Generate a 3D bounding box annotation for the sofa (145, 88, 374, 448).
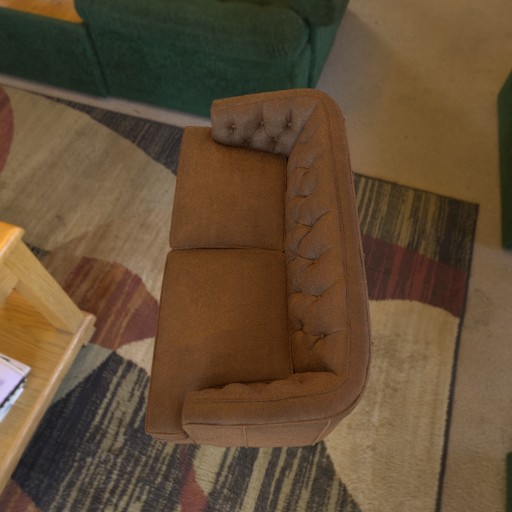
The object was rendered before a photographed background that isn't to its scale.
[{"bbox_3d":[0.000,0.000,2.264,0.917,0.799,1.767,1,59,0],"label":"sofa"}]
